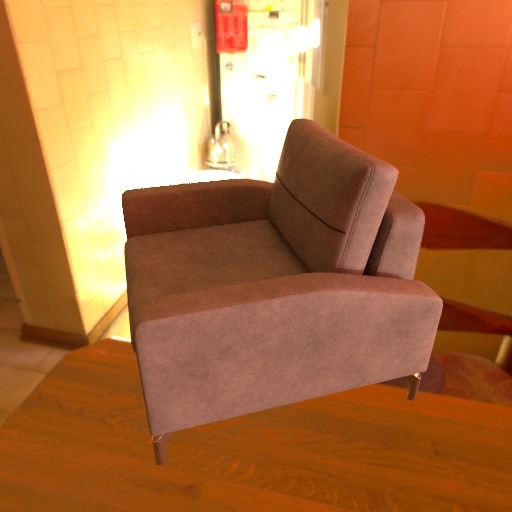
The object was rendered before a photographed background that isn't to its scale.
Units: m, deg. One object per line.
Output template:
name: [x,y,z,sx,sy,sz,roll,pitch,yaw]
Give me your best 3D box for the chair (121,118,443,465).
chair: [0.000,0.000,1.561,0.900,0.800,0.900,-8,31,-14]
